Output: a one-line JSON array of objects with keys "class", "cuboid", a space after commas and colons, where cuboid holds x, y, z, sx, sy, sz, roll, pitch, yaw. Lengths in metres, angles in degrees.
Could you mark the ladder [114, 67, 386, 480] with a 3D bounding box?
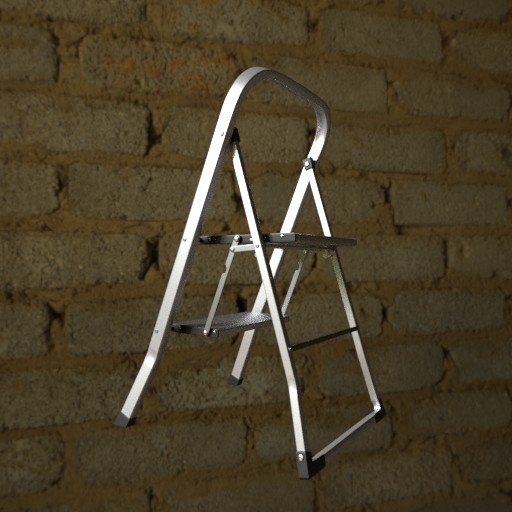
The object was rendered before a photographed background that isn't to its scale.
[{"class": "ladder", "cuboid": [0.000, 0.000, 1.128, 0.530, 0.830, 0.465, 0, -1, 35]}]
